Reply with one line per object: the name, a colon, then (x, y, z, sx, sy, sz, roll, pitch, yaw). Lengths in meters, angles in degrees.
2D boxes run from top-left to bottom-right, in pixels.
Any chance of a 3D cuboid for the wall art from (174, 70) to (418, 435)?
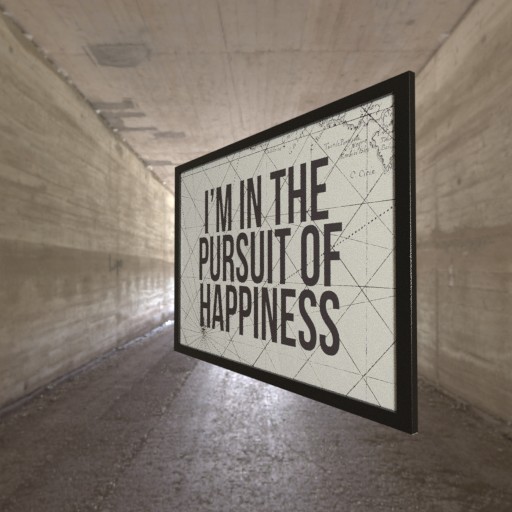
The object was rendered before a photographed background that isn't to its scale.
wall art: (0.000, 0.000, 1.005, 0.015, 0.552, 0.819, 1, -2, -36)
